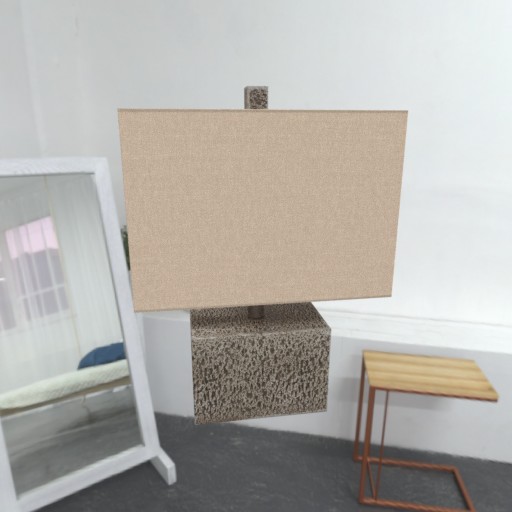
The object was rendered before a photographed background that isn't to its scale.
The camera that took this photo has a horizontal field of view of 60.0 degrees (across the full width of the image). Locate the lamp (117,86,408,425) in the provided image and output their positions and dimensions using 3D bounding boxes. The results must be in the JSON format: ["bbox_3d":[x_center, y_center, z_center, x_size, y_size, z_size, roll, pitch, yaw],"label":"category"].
[{"bbox_3d":[0.000,0.000,0.575,0.294,0.411,0.180,-3,16,-9],"label":"lamp"}]
